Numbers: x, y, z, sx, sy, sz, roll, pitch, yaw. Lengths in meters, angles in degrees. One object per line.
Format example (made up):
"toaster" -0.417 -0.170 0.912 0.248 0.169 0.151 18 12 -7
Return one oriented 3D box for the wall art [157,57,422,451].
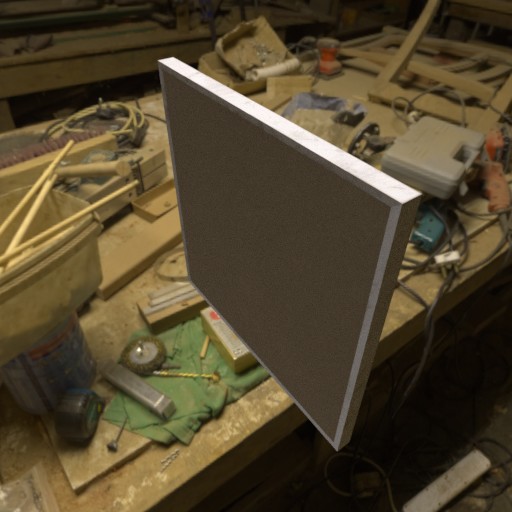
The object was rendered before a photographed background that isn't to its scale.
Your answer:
"wall art" 0.000 0.000 0.744 0.029 0.506 0.508 -26 47 -26
